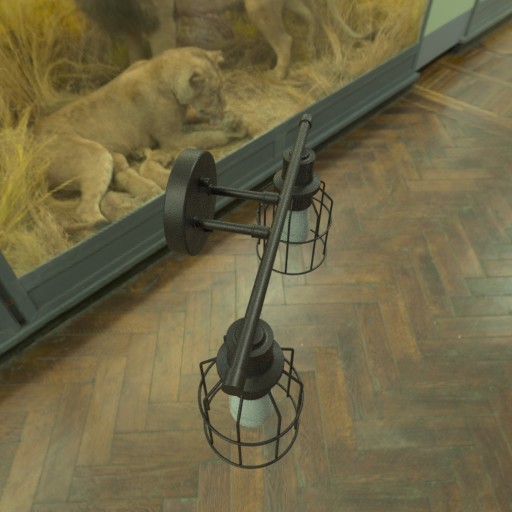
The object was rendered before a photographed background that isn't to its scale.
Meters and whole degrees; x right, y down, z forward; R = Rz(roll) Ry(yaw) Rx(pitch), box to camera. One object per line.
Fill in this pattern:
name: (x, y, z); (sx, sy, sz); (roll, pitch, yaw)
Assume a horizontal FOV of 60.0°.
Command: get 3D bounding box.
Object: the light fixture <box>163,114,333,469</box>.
light fixture: (0.000, 0.000, 0.528); (0.165, 0.254, 0.406); (9, 48, 9)
